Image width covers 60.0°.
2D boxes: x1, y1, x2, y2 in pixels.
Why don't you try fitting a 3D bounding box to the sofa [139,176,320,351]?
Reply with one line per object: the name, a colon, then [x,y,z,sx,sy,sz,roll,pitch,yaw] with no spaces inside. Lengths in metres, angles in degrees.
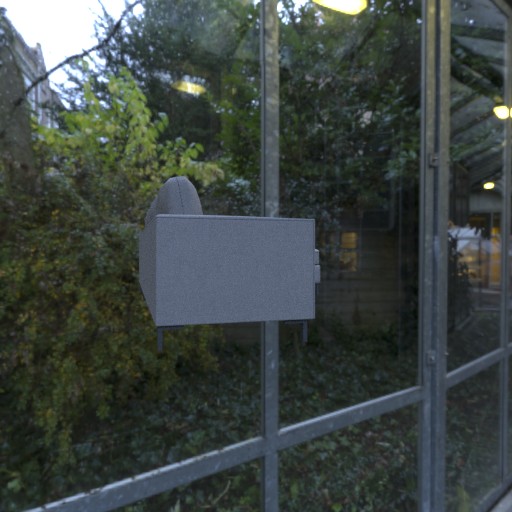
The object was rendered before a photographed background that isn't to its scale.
sofa: [0.000,0.000,4.230,2.077,0.964,3.331,0,1,-16]
